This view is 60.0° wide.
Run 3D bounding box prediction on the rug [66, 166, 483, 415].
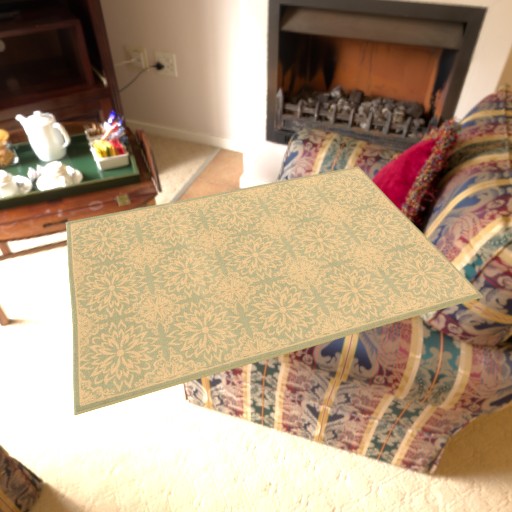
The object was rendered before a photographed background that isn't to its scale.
[{"bbox_3d":[0.000,0.000,3.410,2.746,0.018,1.819,-13,44,-14],"label":"rug"}]
